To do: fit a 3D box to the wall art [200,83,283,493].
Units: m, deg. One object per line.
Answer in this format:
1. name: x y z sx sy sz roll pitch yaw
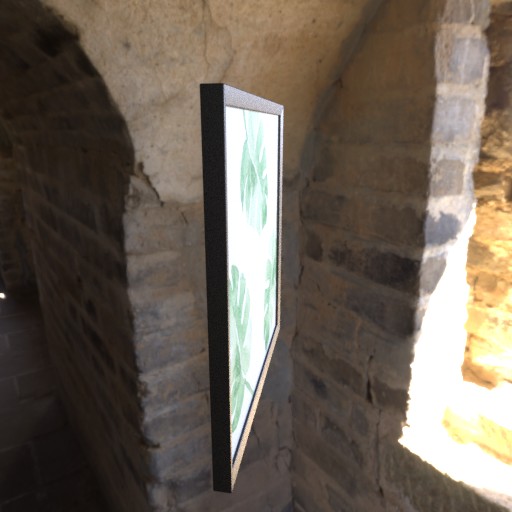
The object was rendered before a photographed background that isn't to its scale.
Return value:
1. wall art: 0.000 0.000 1.140 0.038 0.765 0.765 3 17 10
